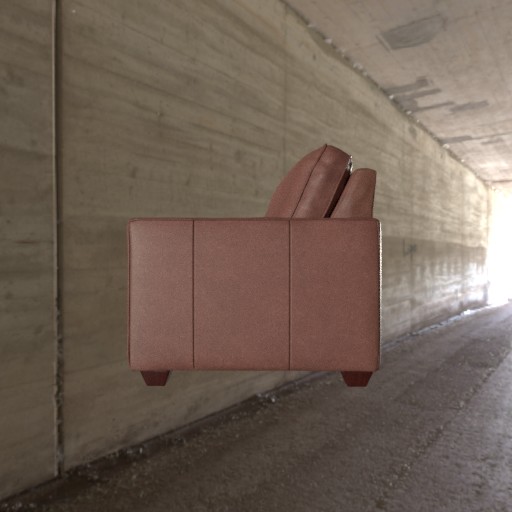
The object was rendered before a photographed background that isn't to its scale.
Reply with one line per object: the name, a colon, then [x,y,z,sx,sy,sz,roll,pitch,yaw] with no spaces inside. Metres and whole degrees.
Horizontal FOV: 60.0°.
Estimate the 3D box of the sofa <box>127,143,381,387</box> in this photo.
sofa: [0.000,0.000,2.570,0.940,0.919,2.080,0,1,1]
